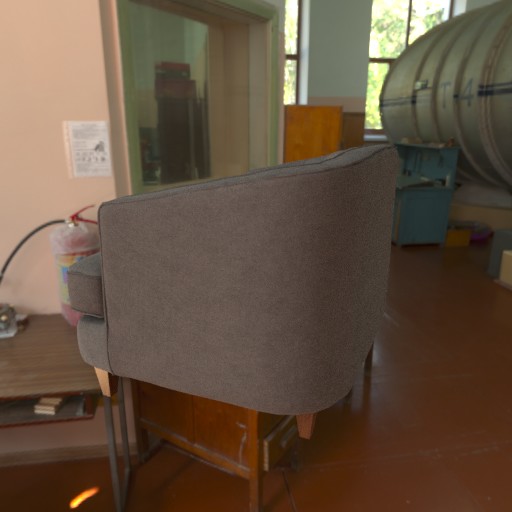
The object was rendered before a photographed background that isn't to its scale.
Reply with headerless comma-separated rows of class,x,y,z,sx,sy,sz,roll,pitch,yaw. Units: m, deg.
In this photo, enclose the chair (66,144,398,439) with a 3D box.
chair,0.000,0.000,1.732,0.941,0.852,1.104,7,18,24
